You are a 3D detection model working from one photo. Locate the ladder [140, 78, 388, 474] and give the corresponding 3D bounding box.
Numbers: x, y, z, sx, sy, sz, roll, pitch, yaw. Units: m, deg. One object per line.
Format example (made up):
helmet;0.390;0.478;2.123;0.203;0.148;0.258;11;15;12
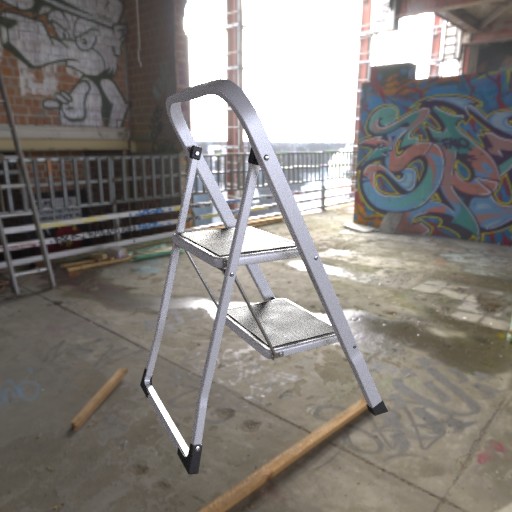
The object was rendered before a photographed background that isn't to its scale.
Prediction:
ladder;0.000;0.000;1.137;0.544;0.810;0.460;-8;16;-27
